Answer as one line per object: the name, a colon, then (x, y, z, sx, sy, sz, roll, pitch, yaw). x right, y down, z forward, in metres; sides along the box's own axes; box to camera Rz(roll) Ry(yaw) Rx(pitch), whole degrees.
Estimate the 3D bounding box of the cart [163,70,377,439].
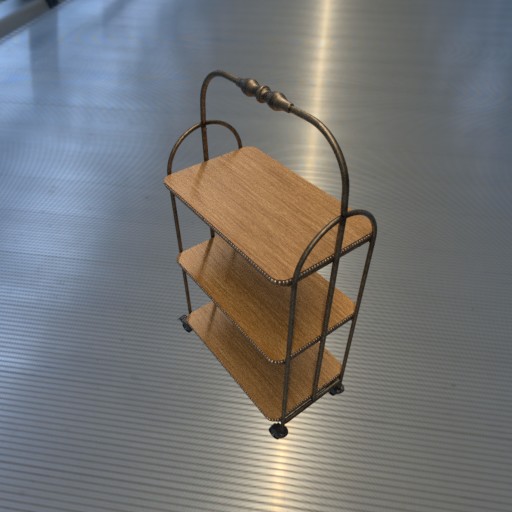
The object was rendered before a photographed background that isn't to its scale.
cart: (0.000, 0.000, 1.344, 0.330, 1.052, 0.650, -27, 49, -27)
